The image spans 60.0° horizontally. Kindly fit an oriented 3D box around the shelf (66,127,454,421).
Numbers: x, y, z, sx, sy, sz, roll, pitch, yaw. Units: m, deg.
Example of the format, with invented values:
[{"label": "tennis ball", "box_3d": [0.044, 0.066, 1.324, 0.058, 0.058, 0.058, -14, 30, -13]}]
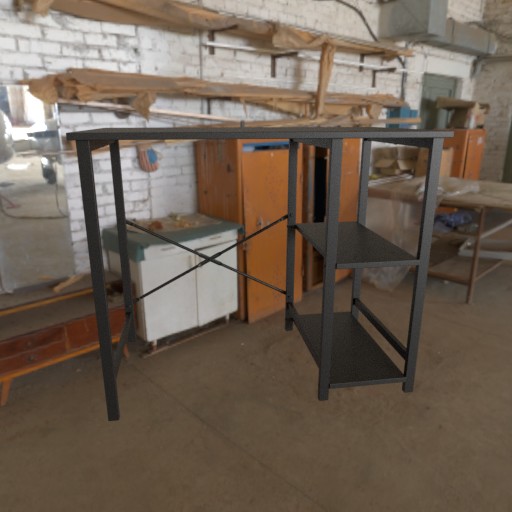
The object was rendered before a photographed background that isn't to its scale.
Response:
[{"label": "shelf", "box_3d": [0.000, 0.000, 1.361, 0.902, 0.749, 0.498, -3, 18, -8]}]
